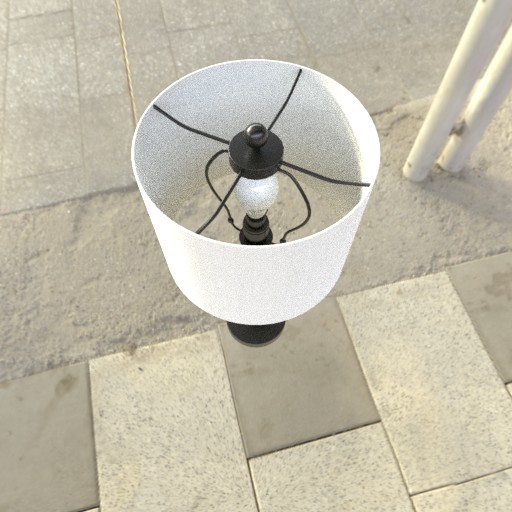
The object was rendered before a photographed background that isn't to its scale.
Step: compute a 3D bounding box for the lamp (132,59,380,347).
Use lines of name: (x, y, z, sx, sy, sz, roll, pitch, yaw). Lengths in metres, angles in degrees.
lamp: (0.000, 0.000, 0.806, 0.305, 0.640, 0.305, -15, 62, -8)
